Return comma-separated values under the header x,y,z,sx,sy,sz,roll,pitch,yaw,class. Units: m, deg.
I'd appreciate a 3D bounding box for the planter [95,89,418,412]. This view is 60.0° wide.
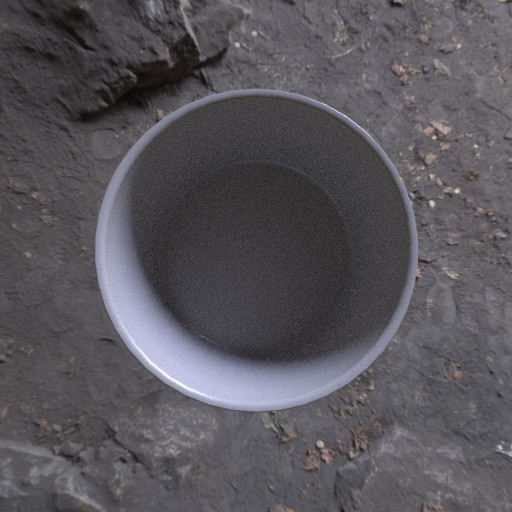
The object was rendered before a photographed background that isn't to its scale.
x,y,z,sx,sy,sz,roll,pitch,yaw,class
0.000,0.000,0.386,0.188,0.260,0.188,0,88,0,planter
